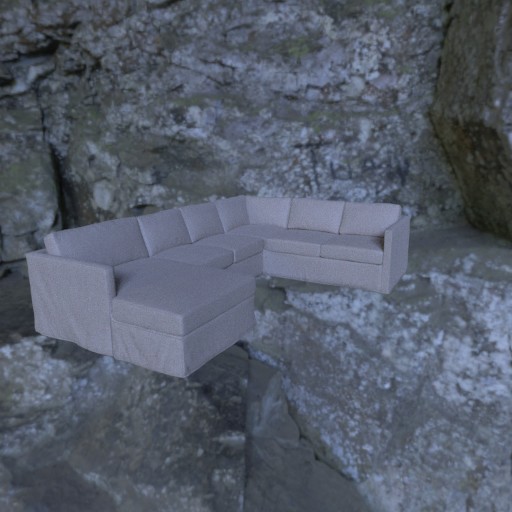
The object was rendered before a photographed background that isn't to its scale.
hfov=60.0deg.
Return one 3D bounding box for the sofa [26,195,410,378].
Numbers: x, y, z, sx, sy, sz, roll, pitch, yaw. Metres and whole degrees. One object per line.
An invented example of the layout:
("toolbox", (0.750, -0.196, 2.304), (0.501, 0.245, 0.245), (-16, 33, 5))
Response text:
("sofa", (0.000, 0.000, 4.603), (2.476, 0.878, 3.528), (8, 16, 28))
